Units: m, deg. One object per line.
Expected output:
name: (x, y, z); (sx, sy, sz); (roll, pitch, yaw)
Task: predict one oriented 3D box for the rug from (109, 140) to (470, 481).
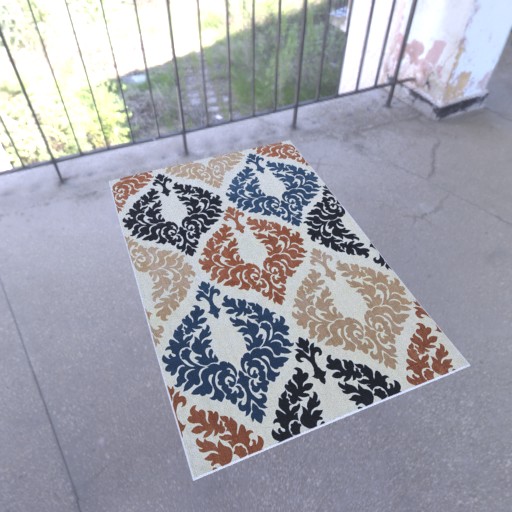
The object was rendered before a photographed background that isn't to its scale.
rug: (0.000, 0.000, 2.842); (1.514, 0.014, 2.275); (-16, 49, -15)
